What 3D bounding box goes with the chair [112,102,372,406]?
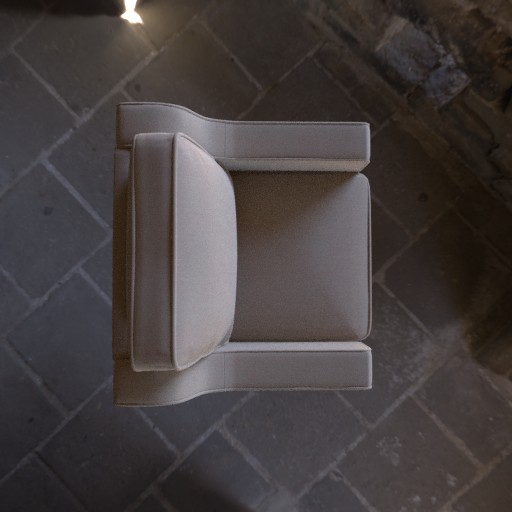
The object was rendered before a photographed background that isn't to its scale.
[{"bbox_3d":[0.000,0.000,1.645,0.882,0.948,0.922,0,88,-1],"label":"chair"}]
